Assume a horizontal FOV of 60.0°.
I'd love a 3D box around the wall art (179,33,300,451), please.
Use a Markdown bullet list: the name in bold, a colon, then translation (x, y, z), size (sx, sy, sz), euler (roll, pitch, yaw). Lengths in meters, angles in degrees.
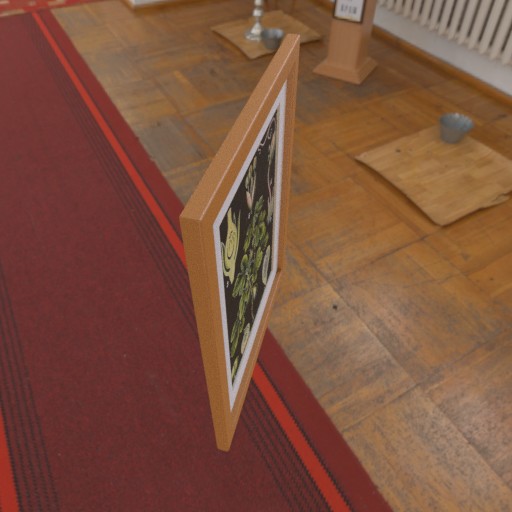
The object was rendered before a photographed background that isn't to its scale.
- **wall art**: translation (0.000, 0.000, 0.745), size (0.022, 0.553, 0.452), euler (11, 47, 10)
